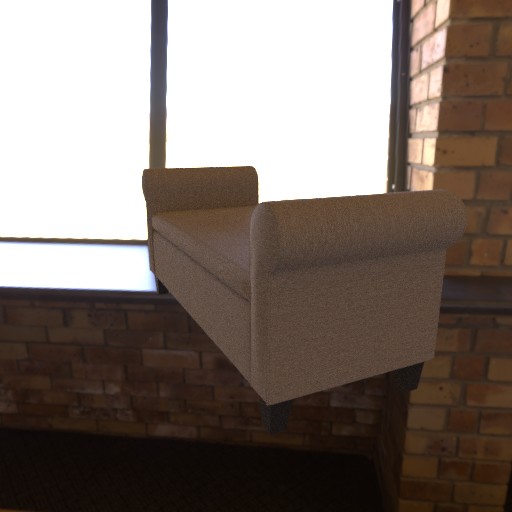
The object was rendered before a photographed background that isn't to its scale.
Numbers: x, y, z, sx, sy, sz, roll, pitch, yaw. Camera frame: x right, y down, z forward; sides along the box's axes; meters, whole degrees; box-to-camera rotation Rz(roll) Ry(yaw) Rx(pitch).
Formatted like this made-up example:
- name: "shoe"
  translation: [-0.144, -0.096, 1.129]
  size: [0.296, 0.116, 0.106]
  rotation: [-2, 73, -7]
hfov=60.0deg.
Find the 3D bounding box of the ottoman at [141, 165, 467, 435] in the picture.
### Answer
- name: "ottoman"
  translation: [0.000, 0.000, 1.537]
  size: [0.521, 0.547, 1.256]
  rotation: [-7, 16, -25]
